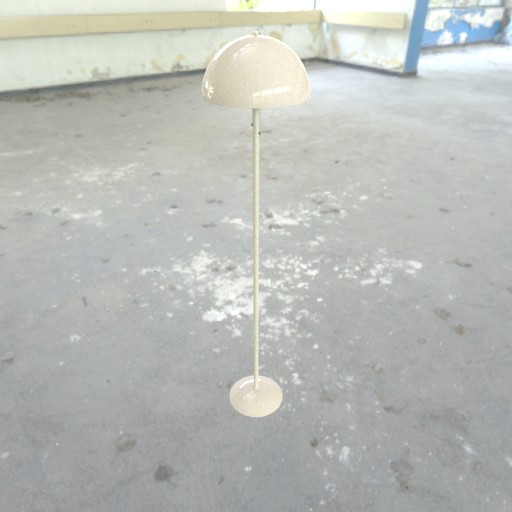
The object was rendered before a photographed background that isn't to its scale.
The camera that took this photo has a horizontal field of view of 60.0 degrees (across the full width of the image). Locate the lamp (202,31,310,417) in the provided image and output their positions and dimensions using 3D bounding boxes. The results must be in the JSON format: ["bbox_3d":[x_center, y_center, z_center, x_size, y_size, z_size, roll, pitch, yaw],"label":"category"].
[{"bbox_3d":[0.000,0.000,1.635,0.328,1.480,0.328,-21,37,-30],"label":"lamp"}]
